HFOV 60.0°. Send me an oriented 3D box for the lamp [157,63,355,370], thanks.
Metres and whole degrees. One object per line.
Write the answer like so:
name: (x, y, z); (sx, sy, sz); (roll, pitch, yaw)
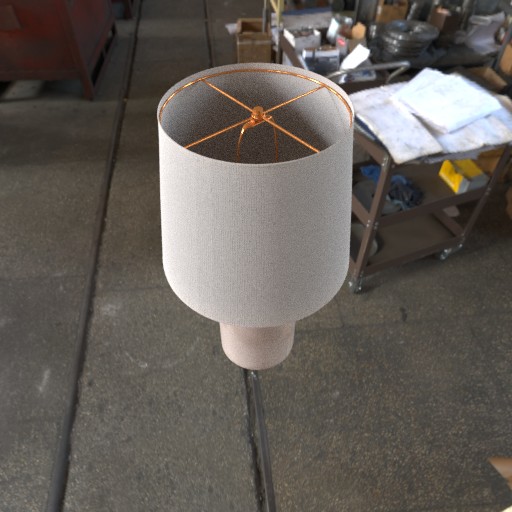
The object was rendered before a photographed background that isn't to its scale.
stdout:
lamp: (0.000, 0.000, 0.463); (0.189, 0.340, 0.189); (0, 48, 0)
